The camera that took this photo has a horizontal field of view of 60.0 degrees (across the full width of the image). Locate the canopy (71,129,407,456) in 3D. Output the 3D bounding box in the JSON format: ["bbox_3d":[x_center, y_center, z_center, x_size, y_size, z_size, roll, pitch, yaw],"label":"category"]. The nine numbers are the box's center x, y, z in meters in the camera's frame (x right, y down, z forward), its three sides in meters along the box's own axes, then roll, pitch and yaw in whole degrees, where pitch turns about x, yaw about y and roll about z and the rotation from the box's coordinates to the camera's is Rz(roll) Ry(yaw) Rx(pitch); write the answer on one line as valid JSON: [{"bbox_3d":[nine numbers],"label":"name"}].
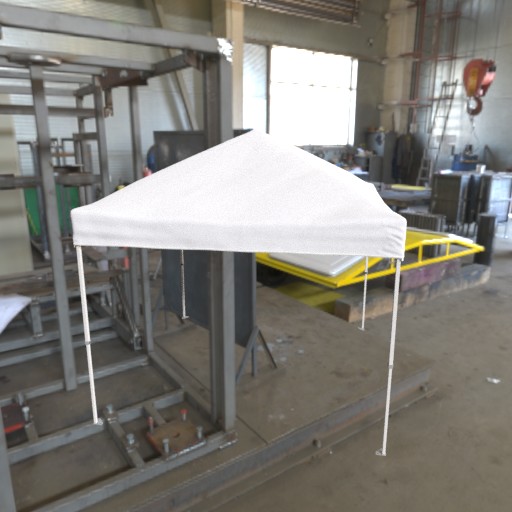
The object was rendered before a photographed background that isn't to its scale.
[{"bbox_3d":[0.000,0.000,5.435,2.996,2.997,2.998,2,15,9],"label":"canopy"}]
